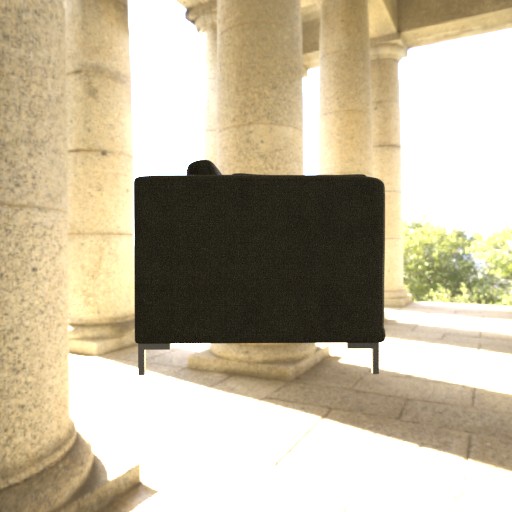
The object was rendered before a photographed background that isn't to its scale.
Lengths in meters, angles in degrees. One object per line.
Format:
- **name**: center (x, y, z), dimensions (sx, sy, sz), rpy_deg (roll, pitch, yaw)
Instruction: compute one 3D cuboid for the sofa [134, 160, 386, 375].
- **sofa**: center (0.000, 0.000, 2.882), dimensions (0.969, 0.867, 2.415), rpy_deg (0, 1, -1)
